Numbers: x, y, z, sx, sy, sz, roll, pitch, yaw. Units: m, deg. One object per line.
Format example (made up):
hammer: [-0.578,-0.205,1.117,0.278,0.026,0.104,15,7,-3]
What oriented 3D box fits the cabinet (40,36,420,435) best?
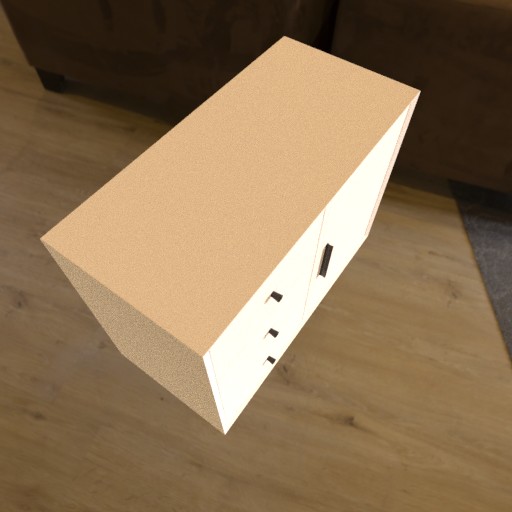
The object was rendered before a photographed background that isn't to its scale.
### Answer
cabinet: [0.000,0.000,1.241,0.398,0.761,0.800,31,62,19]
